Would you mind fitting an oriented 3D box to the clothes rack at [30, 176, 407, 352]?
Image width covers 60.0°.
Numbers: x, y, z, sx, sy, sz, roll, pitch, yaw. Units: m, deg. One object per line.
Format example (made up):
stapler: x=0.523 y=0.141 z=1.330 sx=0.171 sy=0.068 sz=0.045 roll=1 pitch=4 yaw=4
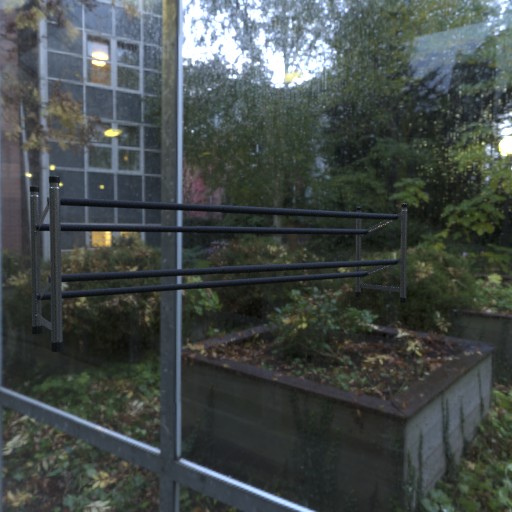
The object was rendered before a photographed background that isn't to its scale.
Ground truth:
clothes rack: x=0.000 y=0.000 z=1.306 sx=1.168 sy=0.349 sz=0.229 roll=-2 pitch=3 yaw=-36
